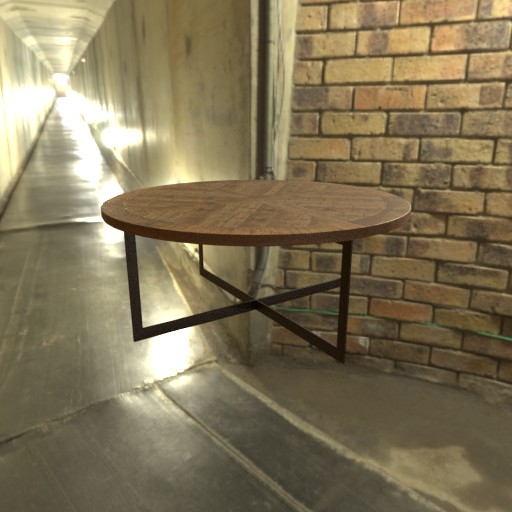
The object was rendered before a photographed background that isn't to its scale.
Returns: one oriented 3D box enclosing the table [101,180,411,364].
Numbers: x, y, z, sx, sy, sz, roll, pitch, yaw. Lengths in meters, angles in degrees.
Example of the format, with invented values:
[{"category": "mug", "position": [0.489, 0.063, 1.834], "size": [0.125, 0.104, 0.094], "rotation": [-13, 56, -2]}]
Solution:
[{"category": "table", "position": [0.000, 0.000, 1.975], "size": [1.264, 0.516, 1.264], "rotation": [0, 17, 0]}]
